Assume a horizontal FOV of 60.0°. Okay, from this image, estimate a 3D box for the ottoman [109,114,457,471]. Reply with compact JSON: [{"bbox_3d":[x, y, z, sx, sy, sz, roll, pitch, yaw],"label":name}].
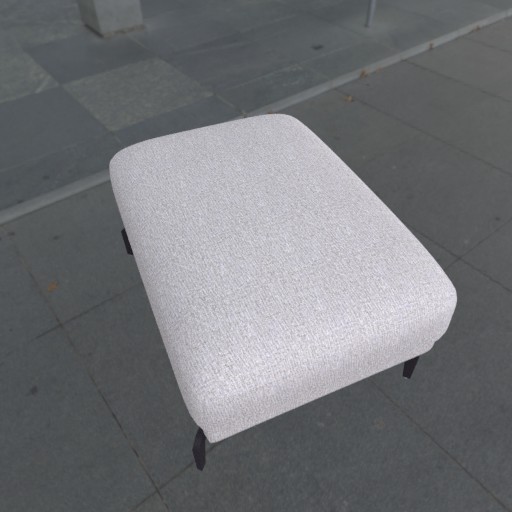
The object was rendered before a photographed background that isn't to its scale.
[{"bbox_3d":[0.000,0.000,1.084,0.568,0.420,0.772,-17,49,-16],"label":"ottoman"}]
